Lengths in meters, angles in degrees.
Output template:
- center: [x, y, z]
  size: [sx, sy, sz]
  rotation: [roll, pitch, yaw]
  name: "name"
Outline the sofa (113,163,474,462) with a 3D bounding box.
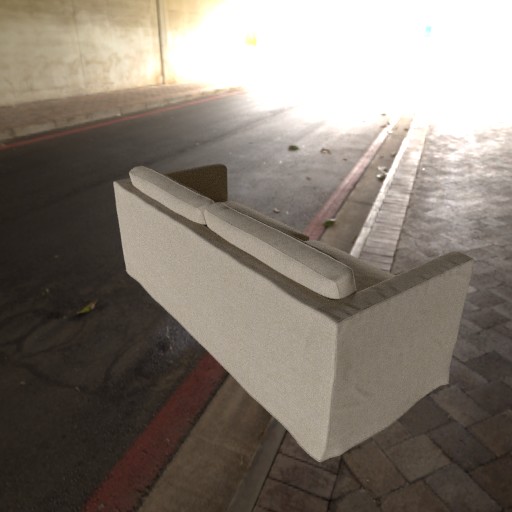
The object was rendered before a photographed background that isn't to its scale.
- center: [0.000, 0.000, 2.762]
  size: [0.956, 0.847, 2.296]
  rotation: [-17, 31, -32]
  name: "sofa"
